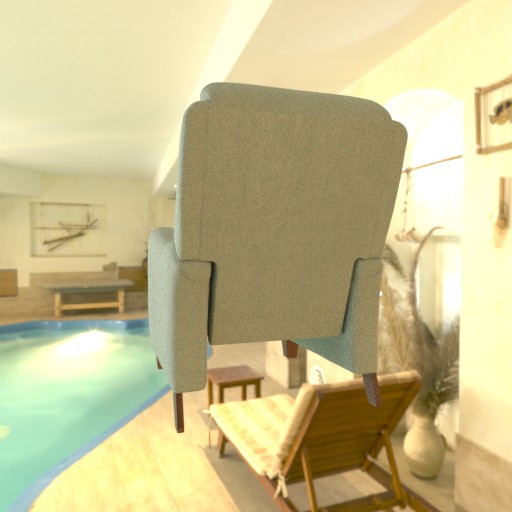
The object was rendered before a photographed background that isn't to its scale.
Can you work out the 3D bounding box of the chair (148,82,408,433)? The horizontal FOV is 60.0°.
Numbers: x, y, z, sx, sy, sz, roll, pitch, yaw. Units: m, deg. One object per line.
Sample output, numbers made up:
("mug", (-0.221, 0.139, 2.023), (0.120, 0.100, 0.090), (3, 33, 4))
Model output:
("chair", (0.000, 0.000, 1.774), (0.785, 1.067, 0.988), (-1, 2, -18))
